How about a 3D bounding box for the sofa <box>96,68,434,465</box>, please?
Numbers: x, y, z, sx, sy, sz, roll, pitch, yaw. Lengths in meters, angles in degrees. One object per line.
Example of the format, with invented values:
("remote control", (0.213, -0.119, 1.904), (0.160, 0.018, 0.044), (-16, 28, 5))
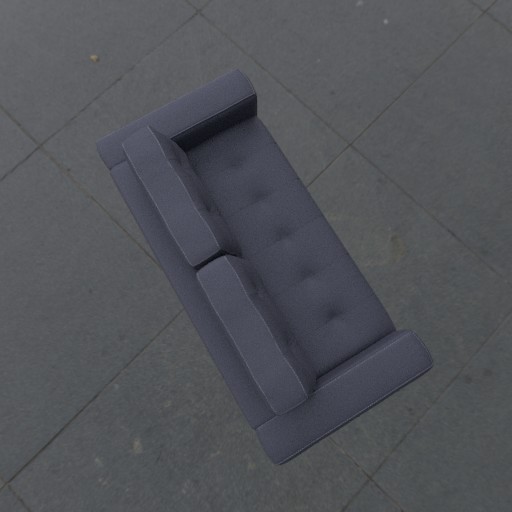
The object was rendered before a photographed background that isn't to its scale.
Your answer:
("sofa", (0.000, 0.000, 2.200), (0.833, 0.893, 1.726), (-30, 79, -6))
